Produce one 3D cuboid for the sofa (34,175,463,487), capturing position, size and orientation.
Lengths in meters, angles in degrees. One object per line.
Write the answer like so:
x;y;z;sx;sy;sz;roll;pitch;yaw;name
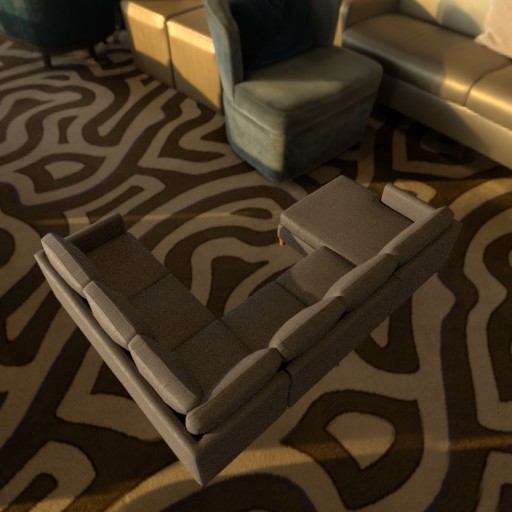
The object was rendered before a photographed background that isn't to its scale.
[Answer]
0.000;0.000;4.555;3.460;0.961;2.594;-34;56;-27;sofa
